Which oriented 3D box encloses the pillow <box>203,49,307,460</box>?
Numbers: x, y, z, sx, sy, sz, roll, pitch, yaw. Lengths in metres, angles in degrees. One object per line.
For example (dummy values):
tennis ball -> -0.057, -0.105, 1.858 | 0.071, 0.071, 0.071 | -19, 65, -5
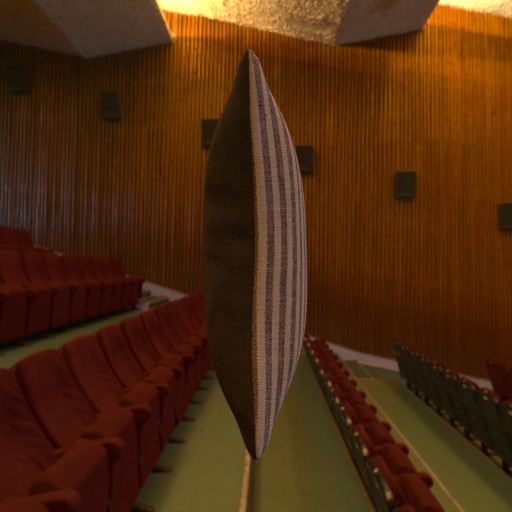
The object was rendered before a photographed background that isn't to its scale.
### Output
pillow -> 0.000, 0.000, 0.796 | 0.166, 0.506, 0.523 | 0, -2, 1
